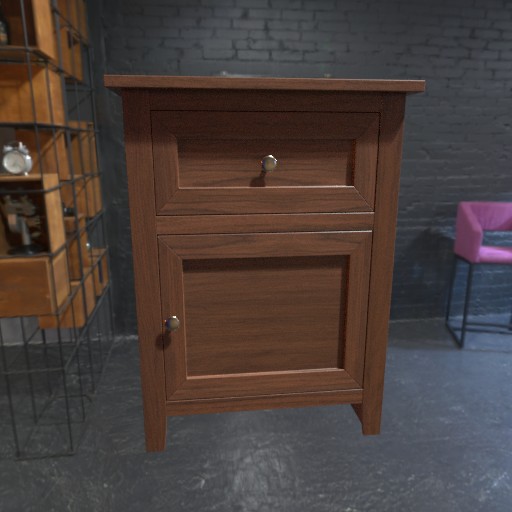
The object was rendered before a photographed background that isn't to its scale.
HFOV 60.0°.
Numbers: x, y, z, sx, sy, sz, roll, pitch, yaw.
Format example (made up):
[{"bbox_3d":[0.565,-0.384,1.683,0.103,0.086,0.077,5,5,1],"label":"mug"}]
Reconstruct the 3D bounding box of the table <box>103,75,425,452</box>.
[{"bbox_3d":[0.000,0.000,0.914,0.480,0.636,0.381,-2,14,-7],"label":"table"}]
